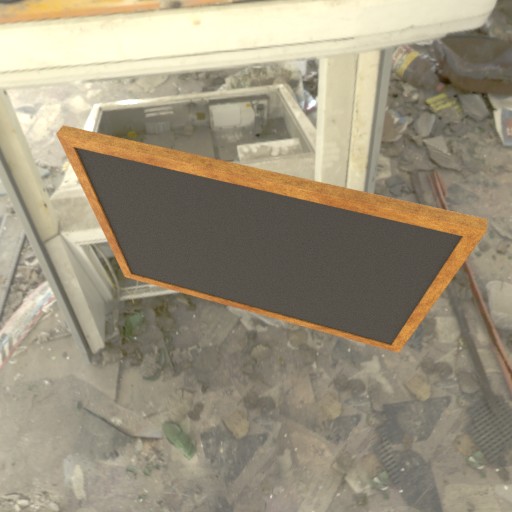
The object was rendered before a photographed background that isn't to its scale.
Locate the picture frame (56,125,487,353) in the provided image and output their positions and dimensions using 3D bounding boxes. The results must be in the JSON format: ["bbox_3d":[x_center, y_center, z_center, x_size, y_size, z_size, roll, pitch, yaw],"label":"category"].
[{"bbox_3d":[0.000,0.000,1.178,0.922,0.621,0.029,14,58,9],"label":"picture frame"}]
